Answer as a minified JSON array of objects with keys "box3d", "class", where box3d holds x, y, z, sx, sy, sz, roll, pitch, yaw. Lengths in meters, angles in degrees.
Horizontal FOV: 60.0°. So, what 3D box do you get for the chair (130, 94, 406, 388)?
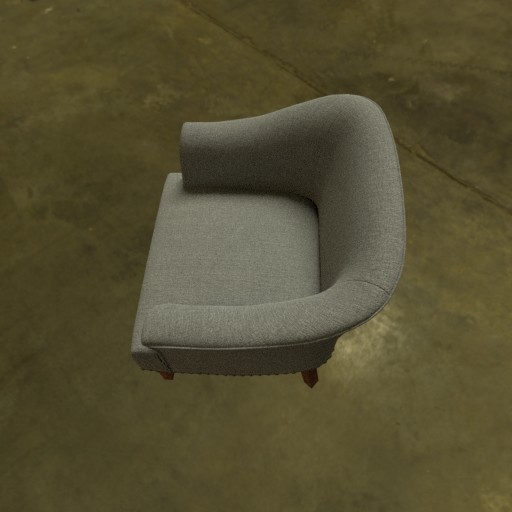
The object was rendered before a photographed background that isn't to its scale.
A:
[{"box3d":[0.000,0.000,1.422,0.704,0.815,0.798,2,58,2],"class":"chair"}]
